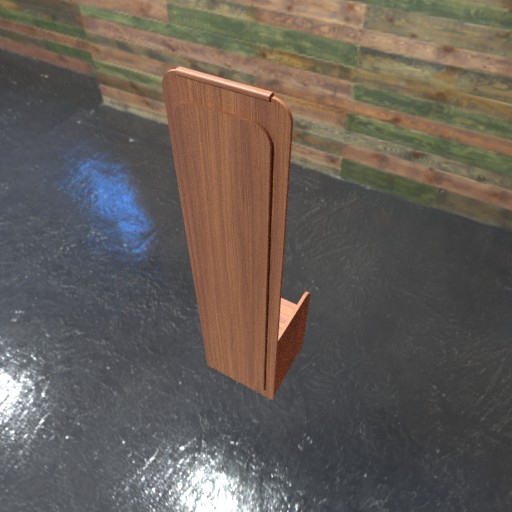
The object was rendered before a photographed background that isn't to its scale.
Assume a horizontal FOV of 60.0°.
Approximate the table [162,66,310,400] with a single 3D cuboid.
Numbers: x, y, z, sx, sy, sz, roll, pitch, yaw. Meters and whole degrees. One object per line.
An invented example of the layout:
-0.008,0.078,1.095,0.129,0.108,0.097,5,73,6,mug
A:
0.000,0.000,2.039,0.450,1.830,0.420,23,51,20,table
